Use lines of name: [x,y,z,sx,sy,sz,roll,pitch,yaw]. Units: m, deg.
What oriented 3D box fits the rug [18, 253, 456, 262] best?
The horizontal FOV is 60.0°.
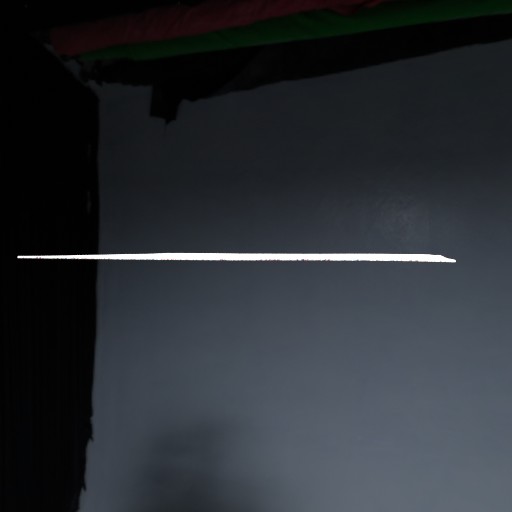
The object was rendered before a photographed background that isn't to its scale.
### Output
rug: [0.000,0.000,4.167,3.226,0.024,2.436,0,1,18]
